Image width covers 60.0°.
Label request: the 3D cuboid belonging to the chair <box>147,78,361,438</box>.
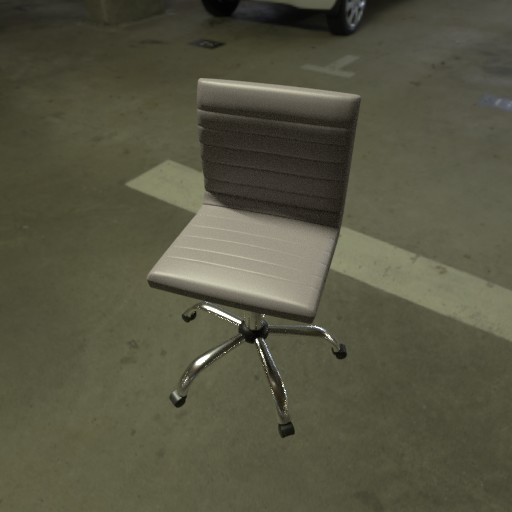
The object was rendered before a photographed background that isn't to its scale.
[{"bbox_3d":[0.000,0.000,1.154,0.556,0.780,0.530,11,41,13],"label":"chair"}]
